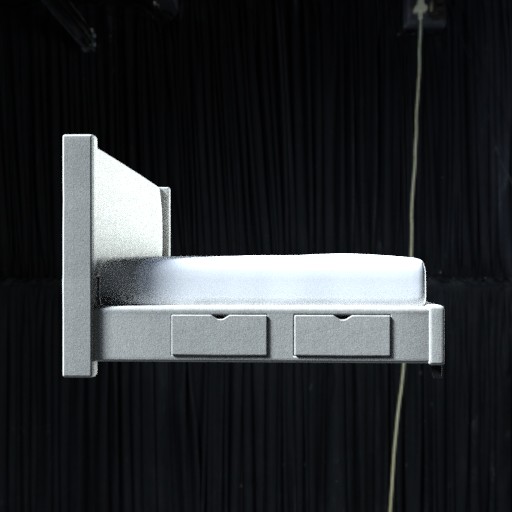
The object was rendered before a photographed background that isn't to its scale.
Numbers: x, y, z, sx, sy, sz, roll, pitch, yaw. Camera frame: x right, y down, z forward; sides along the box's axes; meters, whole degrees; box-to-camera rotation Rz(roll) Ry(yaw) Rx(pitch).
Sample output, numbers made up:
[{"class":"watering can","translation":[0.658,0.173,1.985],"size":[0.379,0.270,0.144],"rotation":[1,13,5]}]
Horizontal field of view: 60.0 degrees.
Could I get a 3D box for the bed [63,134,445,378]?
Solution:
[{"class":"bed","translation":[0.000,0.000,3.695],"size":[2.280,1.470,2.140],"rotation":[0,0,1]}]
